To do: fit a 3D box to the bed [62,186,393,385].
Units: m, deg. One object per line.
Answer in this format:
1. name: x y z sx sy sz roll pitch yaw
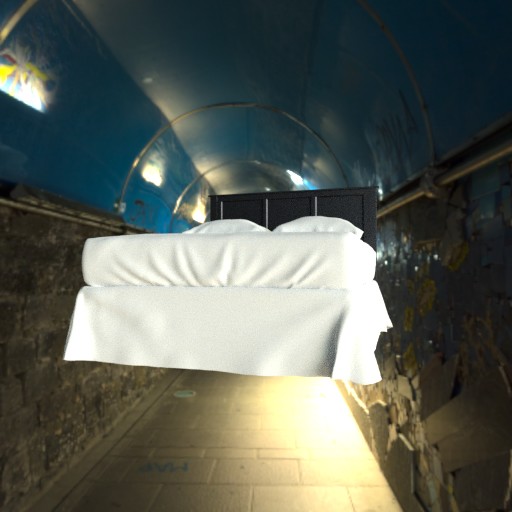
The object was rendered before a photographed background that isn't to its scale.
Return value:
1. bed: 0.000 0.000 3.241 1.870 1.270 2.050 0 -1 18
